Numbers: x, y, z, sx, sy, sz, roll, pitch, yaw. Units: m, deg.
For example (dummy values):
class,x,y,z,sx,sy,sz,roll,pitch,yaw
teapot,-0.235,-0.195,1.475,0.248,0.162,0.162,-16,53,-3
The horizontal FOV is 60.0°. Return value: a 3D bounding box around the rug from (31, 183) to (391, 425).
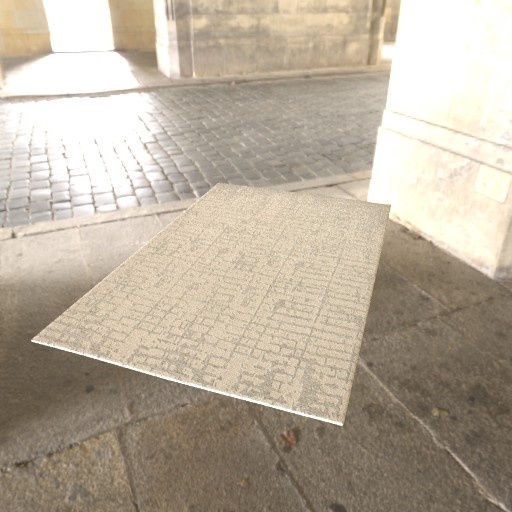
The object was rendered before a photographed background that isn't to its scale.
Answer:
class,x,y,z,sx,sy,sz,roll,pitch,yaw
rug,0.000,0.000,2.293,1.211,0.007,1.827,10,31,17
